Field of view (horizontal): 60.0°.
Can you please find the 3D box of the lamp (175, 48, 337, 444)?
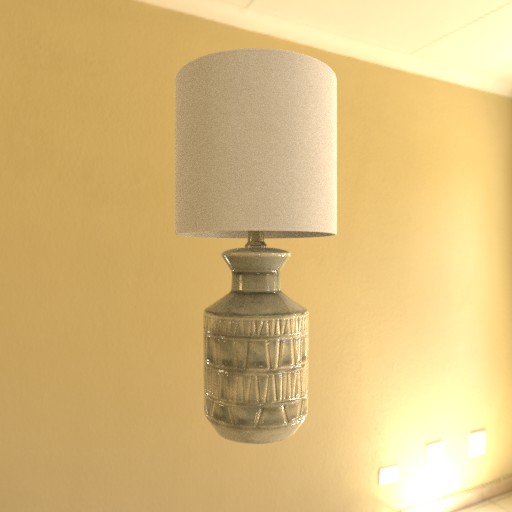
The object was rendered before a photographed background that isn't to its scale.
[{"bbox_3d":[0.000,0.000,0.589,0.211,0.455,0.211,0,0,-37],"label":"lamp"}]
